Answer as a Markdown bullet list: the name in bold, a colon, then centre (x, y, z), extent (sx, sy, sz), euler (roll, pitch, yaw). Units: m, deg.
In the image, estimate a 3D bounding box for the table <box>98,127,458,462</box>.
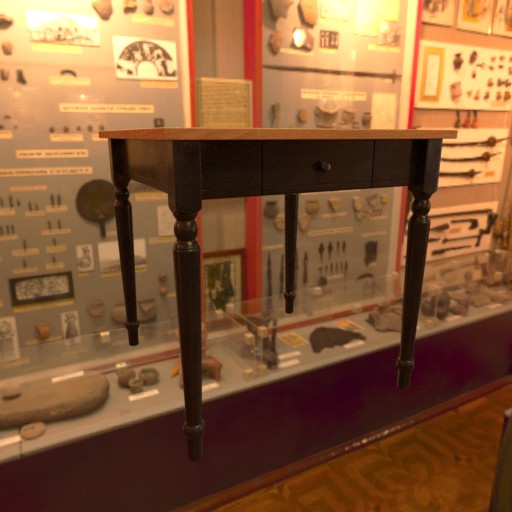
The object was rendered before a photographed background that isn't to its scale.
- **table**: centre (0.000, 0.000, 1.354), extent (0.747, 0.738, 0.747), euler (-8, 17, -26)
